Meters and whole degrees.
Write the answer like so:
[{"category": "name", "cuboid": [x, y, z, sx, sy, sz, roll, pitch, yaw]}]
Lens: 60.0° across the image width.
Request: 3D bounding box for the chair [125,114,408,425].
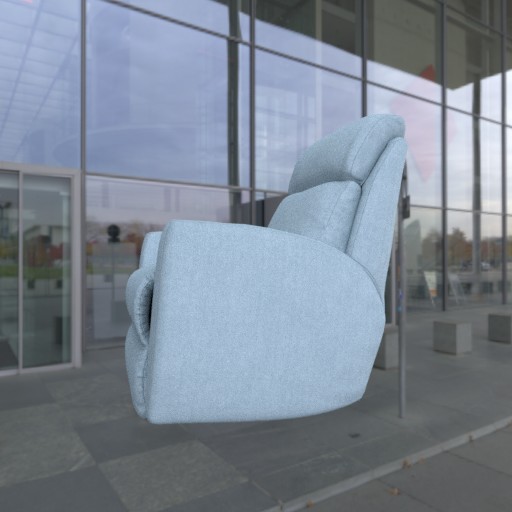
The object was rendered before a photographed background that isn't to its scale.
[{"category": "chair", "cuboid": [0.000, 0.000, 1.684, 0.940, 1.013, 0.812, 0, 0, -19]}]
